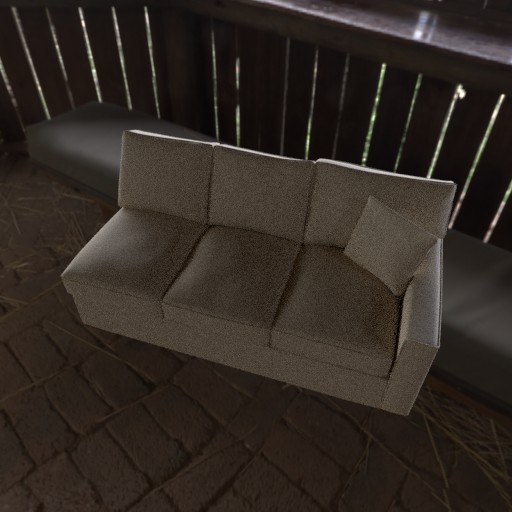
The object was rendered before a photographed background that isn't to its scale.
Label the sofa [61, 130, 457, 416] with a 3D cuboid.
[{"bbox_3d":[0.000,0.000,2.546,1.963,0.946,1.034,13,43,14],"label":"sofa"}]
